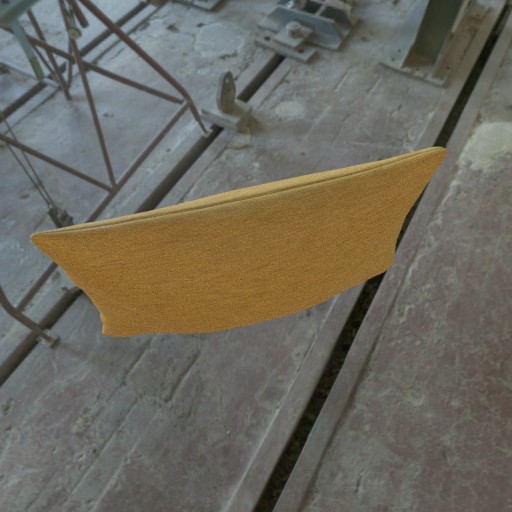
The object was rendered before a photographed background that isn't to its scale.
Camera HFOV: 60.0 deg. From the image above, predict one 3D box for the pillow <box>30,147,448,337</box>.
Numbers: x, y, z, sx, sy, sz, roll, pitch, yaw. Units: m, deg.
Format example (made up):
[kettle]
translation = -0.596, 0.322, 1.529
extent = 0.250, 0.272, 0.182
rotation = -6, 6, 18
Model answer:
[pillow]
translation = 0.000, 0.000, 0.785
extent = 0.634, 0.354, 0.210
rotation = -13, 59, -8
